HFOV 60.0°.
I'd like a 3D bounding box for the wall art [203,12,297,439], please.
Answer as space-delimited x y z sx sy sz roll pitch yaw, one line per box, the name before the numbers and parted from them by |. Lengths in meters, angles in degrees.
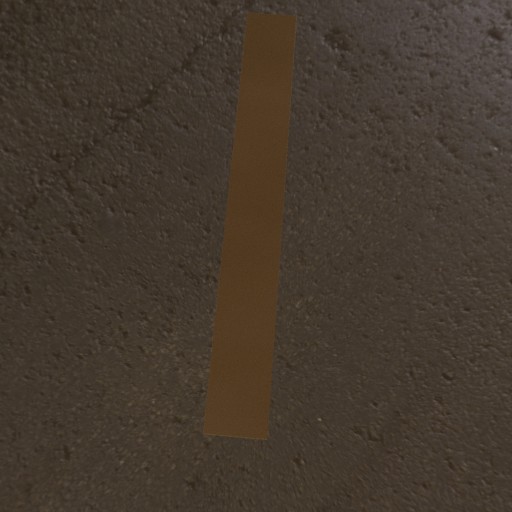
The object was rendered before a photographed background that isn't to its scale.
wall art | 0.000 0.000 0.448 0.038 0.303 0.305 4 75 1
